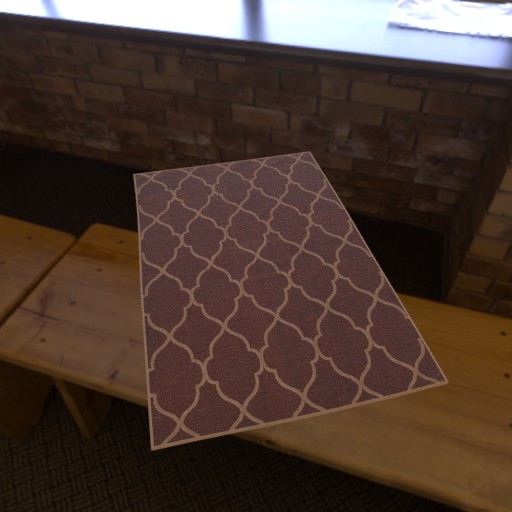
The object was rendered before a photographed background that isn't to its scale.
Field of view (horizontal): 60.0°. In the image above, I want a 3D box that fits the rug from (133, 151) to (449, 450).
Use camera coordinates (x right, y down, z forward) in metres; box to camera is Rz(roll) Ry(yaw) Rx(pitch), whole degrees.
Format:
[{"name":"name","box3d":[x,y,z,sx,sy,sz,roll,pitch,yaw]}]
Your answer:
[{"name":"rug","box3d":[0.000,0.000,2.950,1.526,0.014,2.290,-9,46,-9]}]
